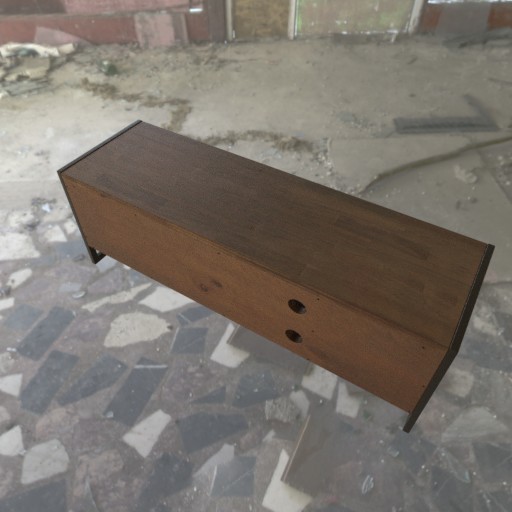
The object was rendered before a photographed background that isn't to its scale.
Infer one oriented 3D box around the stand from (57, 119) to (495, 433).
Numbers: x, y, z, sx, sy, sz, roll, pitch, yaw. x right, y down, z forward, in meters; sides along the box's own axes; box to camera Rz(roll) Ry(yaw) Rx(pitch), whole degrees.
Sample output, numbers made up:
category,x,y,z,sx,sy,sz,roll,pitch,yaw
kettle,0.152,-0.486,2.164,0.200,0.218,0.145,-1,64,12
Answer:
category,x,y,z,sx,sy,sz,roll,pitch,yaw
stand,0.000,0.000,1.703,1.480,0.506,0.454,24,51,21
